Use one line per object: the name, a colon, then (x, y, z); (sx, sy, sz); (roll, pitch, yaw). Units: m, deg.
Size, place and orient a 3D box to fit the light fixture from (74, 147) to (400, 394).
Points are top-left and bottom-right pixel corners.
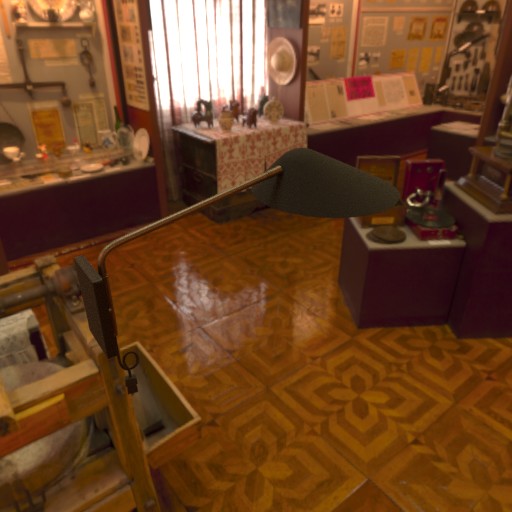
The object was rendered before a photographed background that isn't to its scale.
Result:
light fixture: (0.000, 0.000, 0.696); (0.516, 0.312, 0.240); (-19, 33, -31)
